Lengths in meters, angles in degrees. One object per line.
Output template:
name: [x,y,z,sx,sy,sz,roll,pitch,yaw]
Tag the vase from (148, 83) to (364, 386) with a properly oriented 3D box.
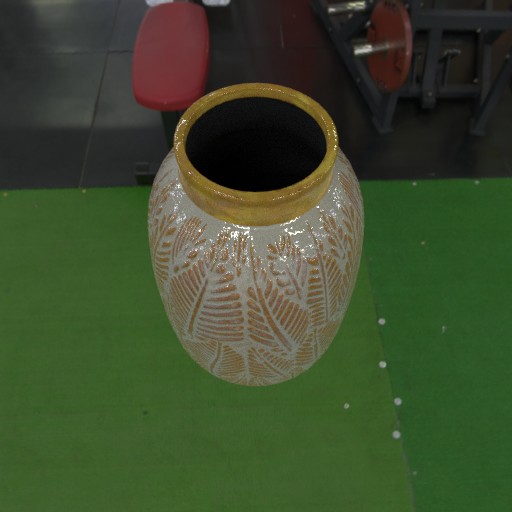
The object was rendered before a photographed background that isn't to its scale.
vase: [0.000,0.000,0.374,0.172,0.270,0.172,0,59,0]
